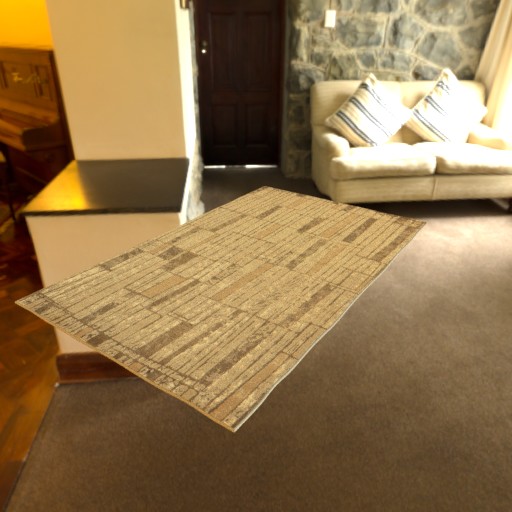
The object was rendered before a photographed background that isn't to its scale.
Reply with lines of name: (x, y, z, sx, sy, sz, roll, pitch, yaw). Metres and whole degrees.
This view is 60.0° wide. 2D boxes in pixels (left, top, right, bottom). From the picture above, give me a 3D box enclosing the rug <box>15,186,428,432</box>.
rug: (0.000, 0.000, 2.924, 1.531, 0.023, 2.444, 18, 32, 31)
